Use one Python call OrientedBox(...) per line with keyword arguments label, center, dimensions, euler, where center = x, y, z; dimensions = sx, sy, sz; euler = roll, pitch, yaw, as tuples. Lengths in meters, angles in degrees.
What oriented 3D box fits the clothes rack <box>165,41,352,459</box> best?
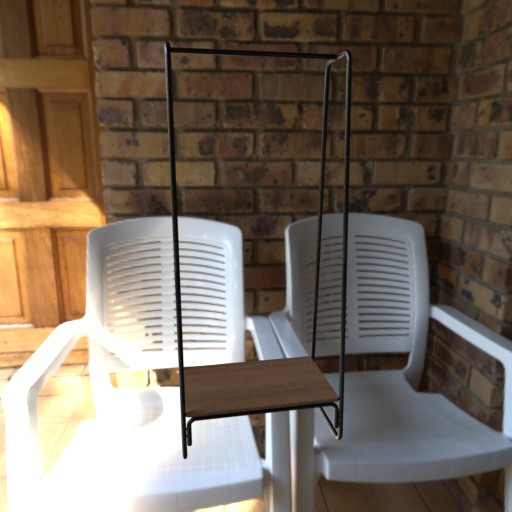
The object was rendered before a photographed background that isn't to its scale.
OrientedBox(label="clothes rack", center=(0.000, 0.000, 1.749), dimensions=(0.640, 1.500, 0.400), euler=(-2, 13, -11))
